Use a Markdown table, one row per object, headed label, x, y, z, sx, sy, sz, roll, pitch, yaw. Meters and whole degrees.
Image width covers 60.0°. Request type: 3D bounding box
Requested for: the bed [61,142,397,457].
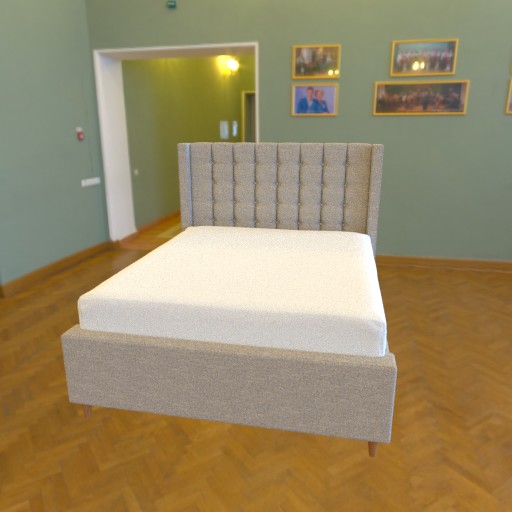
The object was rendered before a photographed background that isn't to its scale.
| label | x | y | z | sx | sy | sz | roll | pitch | yaw |
| --- | --- | --- | --- | --- | --- | --- | --- | --- | --- |
| bed | 0.000 | 0.000 | 3.642 | 2.044 | 1.748 | 2.372 | 3 | 16 | 11 |
